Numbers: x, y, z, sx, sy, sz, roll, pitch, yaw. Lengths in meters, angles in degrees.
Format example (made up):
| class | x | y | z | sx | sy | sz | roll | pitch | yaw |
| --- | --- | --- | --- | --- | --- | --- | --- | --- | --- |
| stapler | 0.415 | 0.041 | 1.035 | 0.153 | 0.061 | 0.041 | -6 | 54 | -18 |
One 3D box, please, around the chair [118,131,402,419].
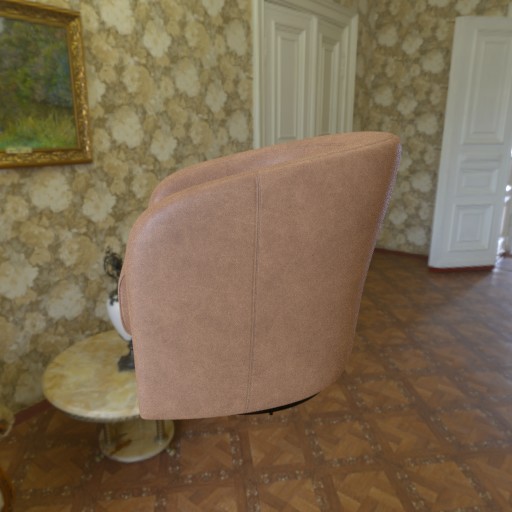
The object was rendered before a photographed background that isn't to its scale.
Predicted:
| class | x | y | z | sx | sy | sz | roll | pitch | yaw |
| --- | --- | --- | --- | --- | --- | --- | --- | --- | --- |
| chair | 0.000 | 0.000 | 1.423 | 0.815 | 0.771 | 0.791 | -2 | 15 | -8 |
